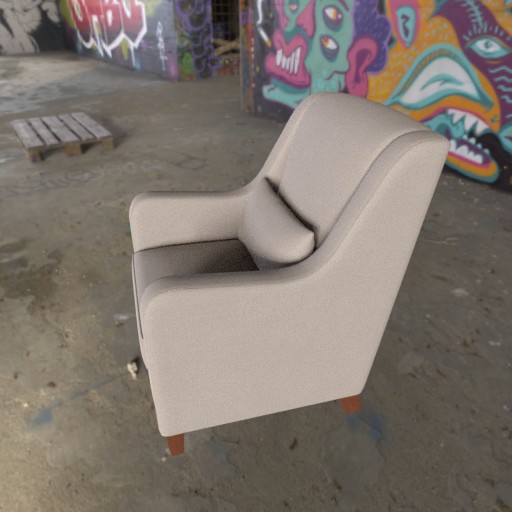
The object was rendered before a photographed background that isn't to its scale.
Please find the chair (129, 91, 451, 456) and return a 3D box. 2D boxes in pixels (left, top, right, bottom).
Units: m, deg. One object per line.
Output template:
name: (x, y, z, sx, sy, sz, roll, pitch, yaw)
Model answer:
chair: (0.000, 0.000, 1.565, 0.863, 1.010, 0.715, -8, 31, -14)
